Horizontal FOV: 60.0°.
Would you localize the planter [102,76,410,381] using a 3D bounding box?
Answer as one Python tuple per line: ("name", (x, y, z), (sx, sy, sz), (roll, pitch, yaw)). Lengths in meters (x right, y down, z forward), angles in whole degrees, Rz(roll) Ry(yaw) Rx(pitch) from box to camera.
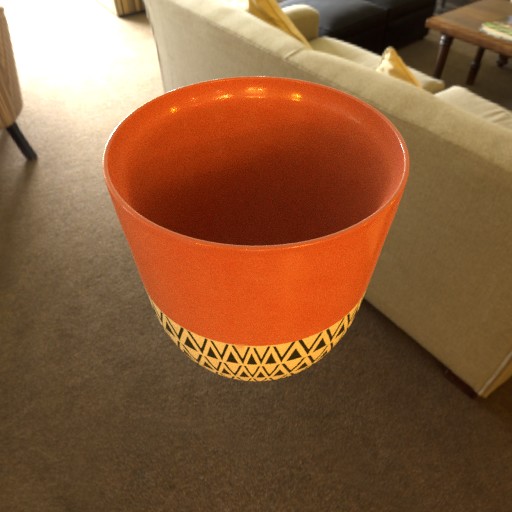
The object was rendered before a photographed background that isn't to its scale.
("planter", (0.000, 0.000, 0.365), (0.195, 0.214, 0.195), (0, 46, 0))
